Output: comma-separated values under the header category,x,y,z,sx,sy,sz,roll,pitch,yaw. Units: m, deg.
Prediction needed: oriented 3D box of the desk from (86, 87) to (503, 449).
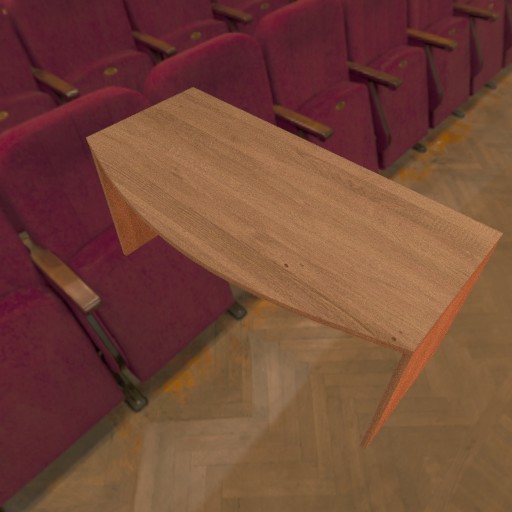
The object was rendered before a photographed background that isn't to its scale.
category,x,y,z,sx,sy,sz,roll,pitch,yaw
desk,0.000,0.000,1.982,1.600,0.752,0.802,34,55,27
